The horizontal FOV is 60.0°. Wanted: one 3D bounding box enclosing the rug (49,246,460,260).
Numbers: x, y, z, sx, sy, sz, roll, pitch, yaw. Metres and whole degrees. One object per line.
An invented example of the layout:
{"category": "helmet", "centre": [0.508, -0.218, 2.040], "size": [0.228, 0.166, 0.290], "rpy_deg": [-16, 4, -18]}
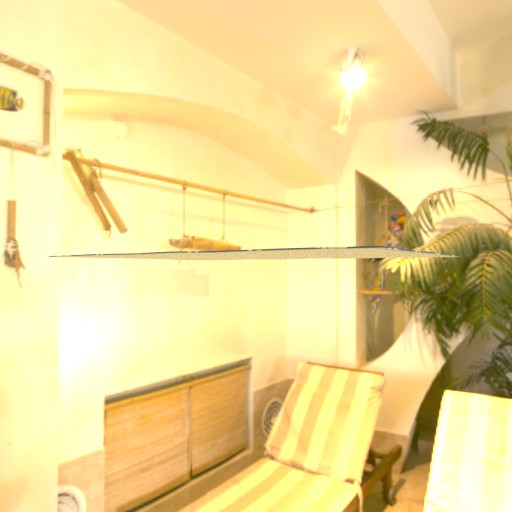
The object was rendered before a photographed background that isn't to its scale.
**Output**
{"category": "rug", "centre": [0.000, 0.000, 2.794], "size": [2.135, 0.013, 1.524], "rpy_deg": [-1, -2, 34]}
